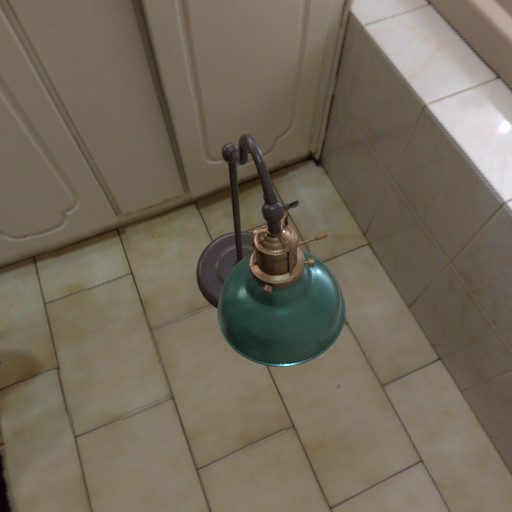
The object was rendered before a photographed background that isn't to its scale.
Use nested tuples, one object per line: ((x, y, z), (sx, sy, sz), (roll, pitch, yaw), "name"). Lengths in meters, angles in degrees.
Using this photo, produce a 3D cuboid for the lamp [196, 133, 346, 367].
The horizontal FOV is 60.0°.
((0.000, 0.000, 0.692), (0.192, 0.508, 0.374), (-19, 65, -9), "lamp")
